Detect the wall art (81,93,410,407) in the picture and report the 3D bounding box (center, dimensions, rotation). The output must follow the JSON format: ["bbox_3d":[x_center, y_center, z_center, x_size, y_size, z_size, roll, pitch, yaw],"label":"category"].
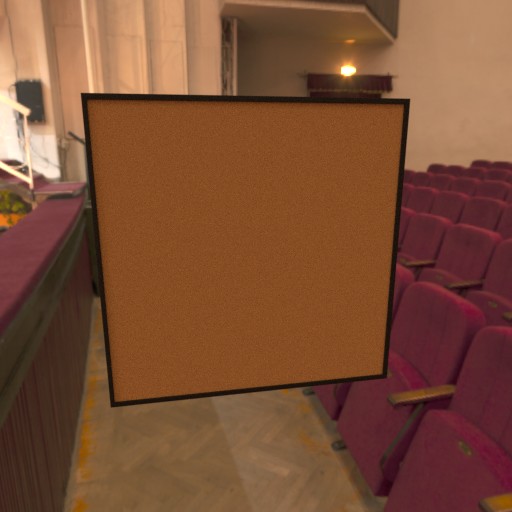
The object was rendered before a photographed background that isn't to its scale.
[{"bbox_3d":[0.000,0.000,0.672,0.458,0.457,0.013,-3,15,-11],"label":"wall art"}]
